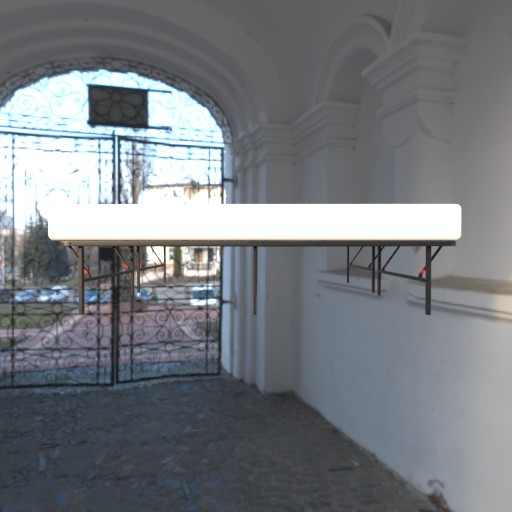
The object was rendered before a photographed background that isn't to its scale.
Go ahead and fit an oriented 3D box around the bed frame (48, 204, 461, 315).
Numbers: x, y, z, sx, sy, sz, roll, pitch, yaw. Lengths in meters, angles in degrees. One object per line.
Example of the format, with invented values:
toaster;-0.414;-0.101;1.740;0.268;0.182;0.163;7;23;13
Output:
bed frame;0.000;0.000;3.072;1.935;0.525;2.033;0;1;0
